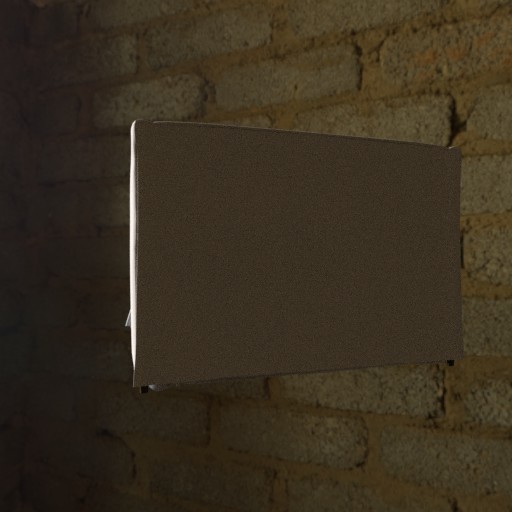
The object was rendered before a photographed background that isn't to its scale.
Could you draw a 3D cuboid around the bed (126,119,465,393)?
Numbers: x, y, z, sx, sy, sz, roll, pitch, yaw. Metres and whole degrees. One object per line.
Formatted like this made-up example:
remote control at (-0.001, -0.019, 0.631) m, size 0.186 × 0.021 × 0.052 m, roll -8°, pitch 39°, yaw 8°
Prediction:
bed at (0.000, 0.000, 3.443) m, size 1.925 × 1.332 × 2.276 m, roll 0°, pitch 0°, yaw -17°
